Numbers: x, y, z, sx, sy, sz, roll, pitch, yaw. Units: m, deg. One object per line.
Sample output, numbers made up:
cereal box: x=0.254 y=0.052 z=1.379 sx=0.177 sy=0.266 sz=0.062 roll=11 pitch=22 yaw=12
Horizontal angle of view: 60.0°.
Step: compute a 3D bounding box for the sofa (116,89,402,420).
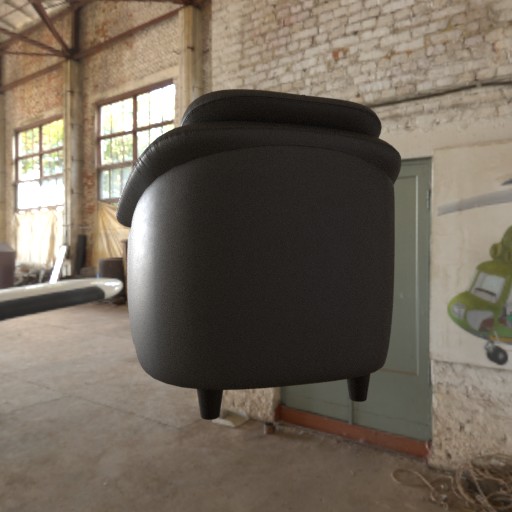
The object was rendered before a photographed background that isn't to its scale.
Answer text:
sofa: x=0.000 y=0.000 z=1.454 sx=0.870 sy=0.811 sz=0.794 roll=0 pitch=1 yaw=-18
